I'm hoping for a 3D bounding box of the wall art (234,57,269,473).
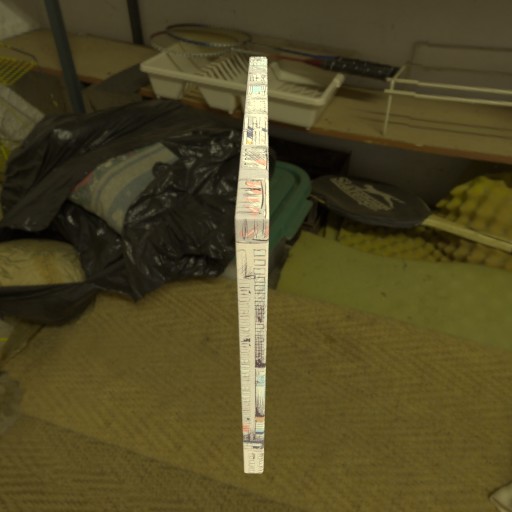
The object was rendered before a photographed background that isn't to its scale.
[{"bbox_3d":[0.000,0.000,0.909,0.038,0.608,0.607,1,40,1],"label":"wall art"}]
